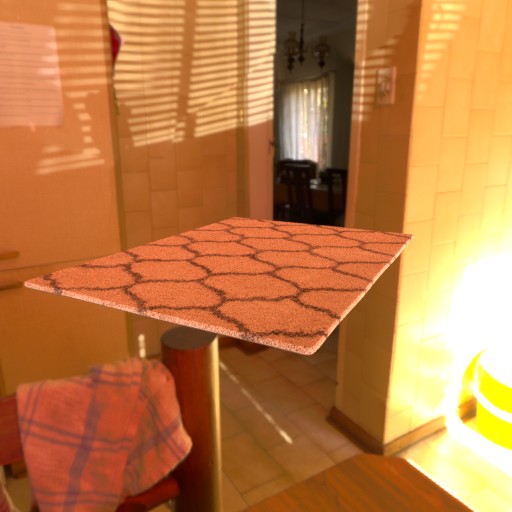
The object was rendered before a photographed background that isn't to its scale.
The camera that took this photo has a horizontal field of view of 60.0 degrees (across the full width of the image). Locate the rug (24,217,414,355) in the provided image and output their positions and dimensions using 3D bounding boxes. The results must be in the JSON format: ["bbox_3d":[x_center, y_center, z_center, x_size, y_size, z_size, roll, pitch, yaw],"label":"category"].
[{"bbox_3d":[0.000,0.000,2.127,1.200,0.025,1.600,8,17,27],"label":"rug"}]
